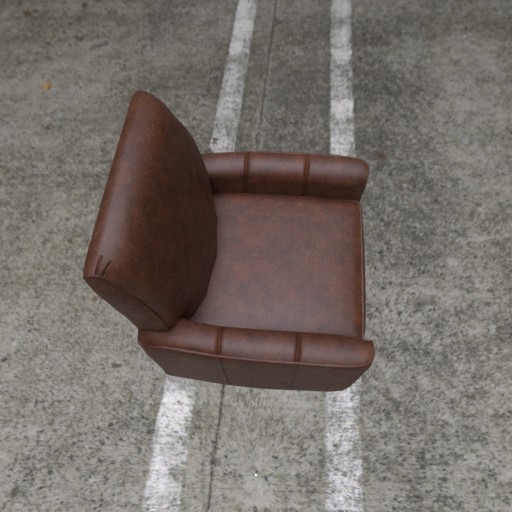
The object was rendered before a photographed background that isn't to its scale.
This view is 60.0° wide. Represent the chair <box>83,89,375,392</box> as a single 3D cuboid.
[{"bbox_3d":[0.000,0.000,1.650,0.850,1.010,0.839,4,64,2],"label":"chair"}]
